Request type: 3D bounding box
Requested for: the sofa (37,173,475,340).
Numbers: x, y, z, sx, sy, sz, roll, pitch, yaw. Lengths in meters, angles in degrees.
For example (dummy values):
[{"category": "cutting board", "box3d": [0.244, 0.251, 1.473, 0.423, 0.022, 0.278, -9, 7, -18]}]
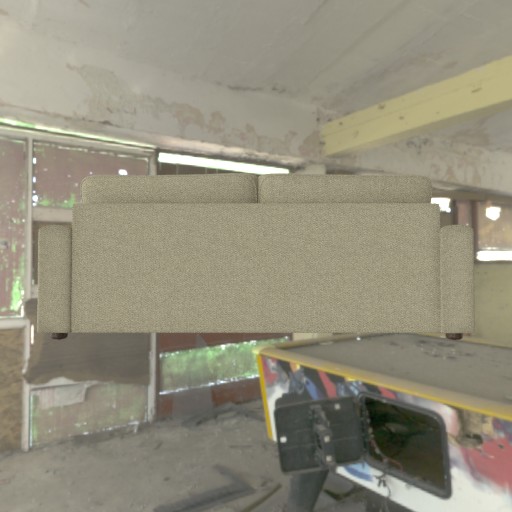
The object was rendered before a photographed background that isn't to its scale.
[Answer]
[{"category": "sofa", "box3d": [0.000, 0.000, 2.708, 2.179, 0.873, 1.016, 0, -1, 0]}]
